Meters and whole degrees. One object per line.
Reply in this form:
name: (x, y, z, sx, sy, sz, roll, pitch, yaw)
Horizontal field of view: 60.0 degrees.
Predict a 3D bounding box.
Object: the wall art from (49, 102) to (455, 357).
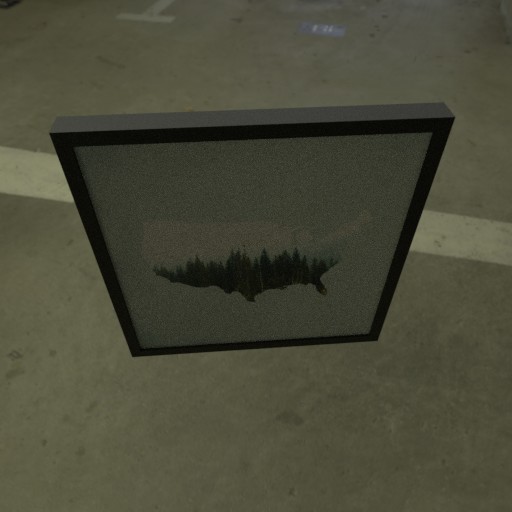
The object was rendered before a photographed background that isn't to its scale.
wall art: (0.000, 0.000, 0.749, 0.509, 0.509, 0.040, -3, 46, -3)
